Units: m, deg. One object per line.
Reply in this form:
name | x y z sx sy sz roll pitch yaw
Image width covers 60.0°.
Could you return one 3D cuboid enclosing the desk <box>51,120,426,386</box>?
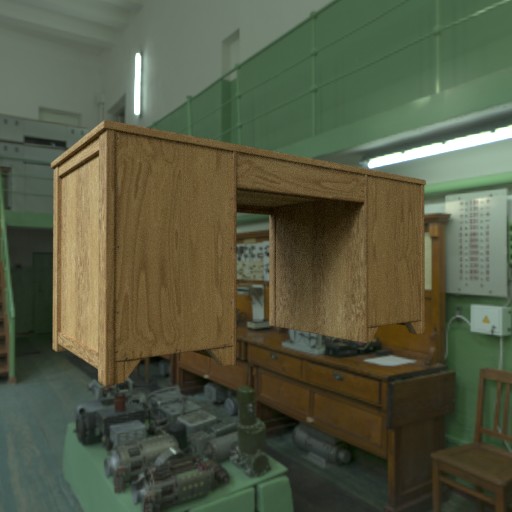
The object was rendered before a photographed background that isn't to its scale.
desk | 0.000 0.000 1.981 1.567 0.751 0.685 1 -1 -36
